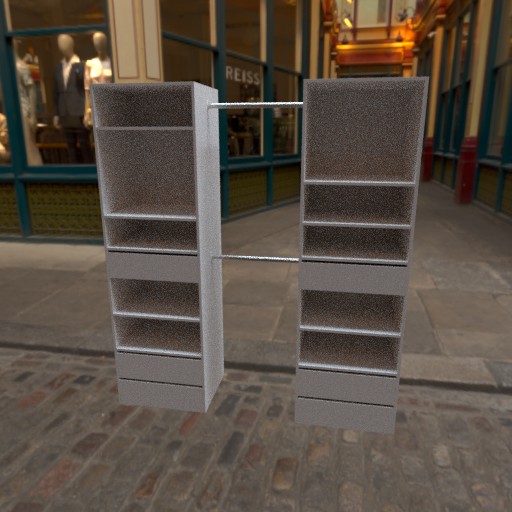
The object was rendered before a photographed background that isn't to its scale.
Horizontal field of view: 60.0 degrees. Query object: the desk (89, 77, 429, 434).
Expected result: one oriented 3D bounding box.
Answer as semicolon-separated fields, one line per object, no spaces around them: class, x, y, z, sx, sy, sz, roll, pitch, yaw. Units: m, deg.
desk;0.000;0.000;2.769;1.770;2.000;0.480;3;16;10
